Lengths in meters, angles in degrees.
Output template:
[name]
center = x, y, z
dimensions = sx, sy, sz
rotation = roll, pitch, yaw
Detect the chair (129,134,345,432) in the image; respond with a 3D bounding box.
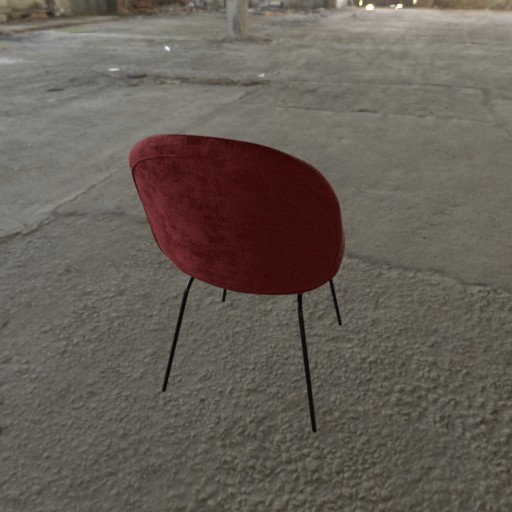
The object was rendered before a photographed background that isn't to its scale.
[chair]
center = 0.000, 0.000, 1.170
dimensions = 0.458, 0.791, 0.587
rotation = 10, 33, 15
